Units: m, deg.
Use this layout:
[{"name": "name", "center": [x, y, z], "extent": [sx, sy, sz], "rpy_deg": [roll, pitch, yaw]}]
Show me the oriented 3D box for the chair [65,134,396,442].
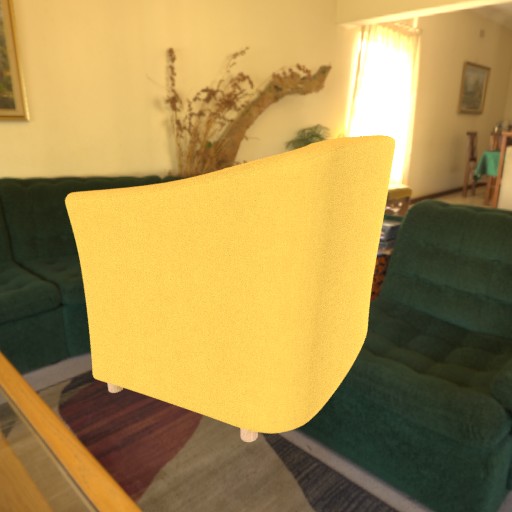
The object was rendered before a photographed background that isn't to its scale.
[{"name": "chair", "center": [0.000, 0.000, 1.355], "extent": [0.700, 0.720, 0.790], "rpy_deg": [9, 19, 27]}]
